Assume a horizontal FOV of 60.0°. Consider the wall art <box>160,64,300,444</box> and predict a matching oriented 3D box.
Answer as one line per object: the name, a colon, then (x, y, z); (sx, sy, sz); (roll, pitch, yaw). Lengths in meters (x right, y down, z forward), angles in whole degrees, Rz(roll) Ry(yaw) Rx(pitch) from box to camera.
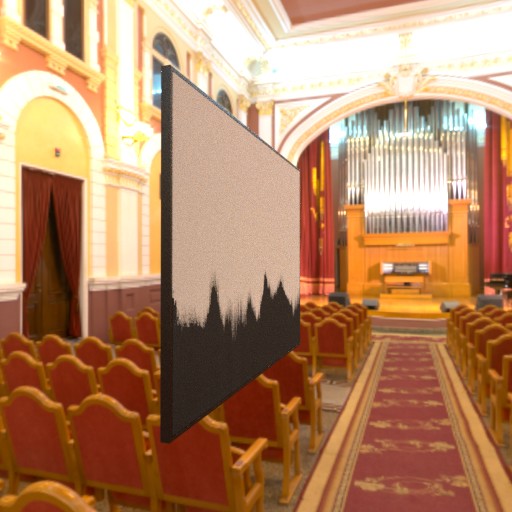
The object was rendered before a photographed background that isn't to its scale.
wall art: (0.000, 0.000, 1.226); (0.019, 0.660, 0.957); (0, -1, 19)
